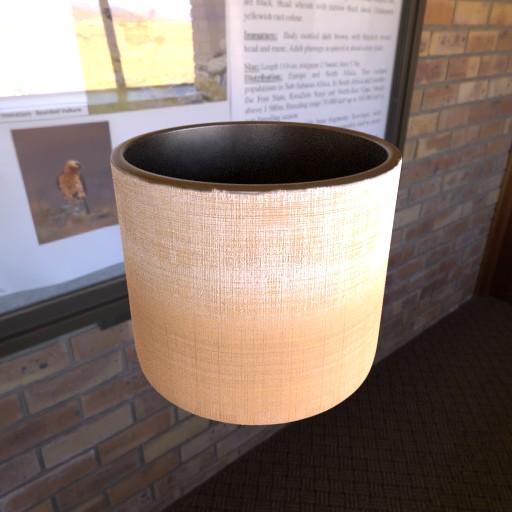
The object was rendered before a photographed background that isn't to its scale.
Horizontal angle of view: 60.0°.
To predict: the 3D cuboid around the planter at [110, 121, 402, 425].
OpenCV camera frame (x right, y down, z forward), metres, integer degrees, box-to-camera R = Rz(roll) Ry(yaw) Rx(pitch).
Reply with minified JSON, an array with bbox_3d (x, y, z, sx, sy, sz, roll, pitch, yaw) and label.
[{"bbox_3d":[0.000,0.000,0.442,0.254,0.221,0.254,0,27,0],"label":"planter"}]
